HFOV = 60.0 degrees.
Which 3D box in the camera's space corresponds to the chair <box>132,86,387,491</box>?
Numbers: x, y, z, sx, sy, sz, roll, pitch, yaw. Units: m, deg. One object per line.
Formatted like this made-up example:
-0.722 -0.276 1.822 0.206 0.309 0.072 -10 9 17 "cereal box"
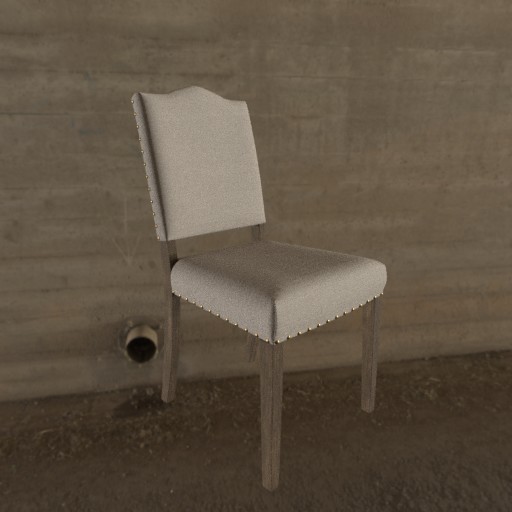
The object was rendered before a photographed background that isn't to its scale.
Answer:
0.000 0.000 1.355 0.620 1.020 0.508 14 20 43 "chair"
